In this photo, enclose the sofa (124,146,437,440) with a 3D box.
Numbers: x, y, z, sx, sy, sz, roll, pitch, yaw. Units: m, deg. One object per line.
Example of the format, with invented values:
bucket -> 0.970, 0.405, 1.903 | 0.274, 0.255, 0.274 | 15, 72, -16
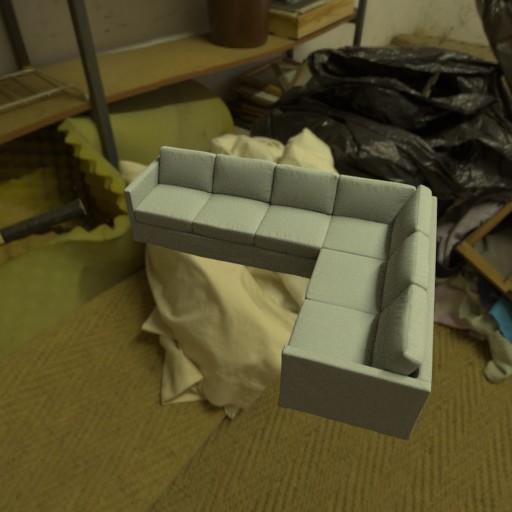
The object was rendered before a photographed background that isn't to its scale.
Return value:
sofa -> 0.000, 0.000, 4.266 | 3.182, 0.871, 2.432 | 12, 42, 14
